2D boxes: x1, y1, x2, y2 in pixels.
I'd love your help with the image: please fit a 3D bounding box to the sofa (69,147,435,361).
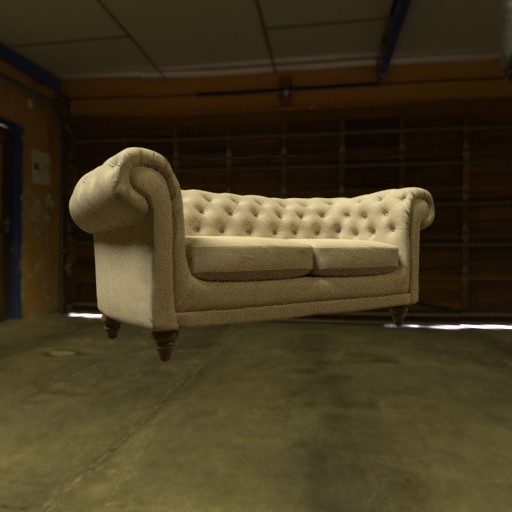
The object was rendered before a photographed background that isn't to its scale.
[{"bbox_3d":[0.000,0.000,2.545,1.988,0.835,1.069,0,0,-36],"label":"sofa"}]
